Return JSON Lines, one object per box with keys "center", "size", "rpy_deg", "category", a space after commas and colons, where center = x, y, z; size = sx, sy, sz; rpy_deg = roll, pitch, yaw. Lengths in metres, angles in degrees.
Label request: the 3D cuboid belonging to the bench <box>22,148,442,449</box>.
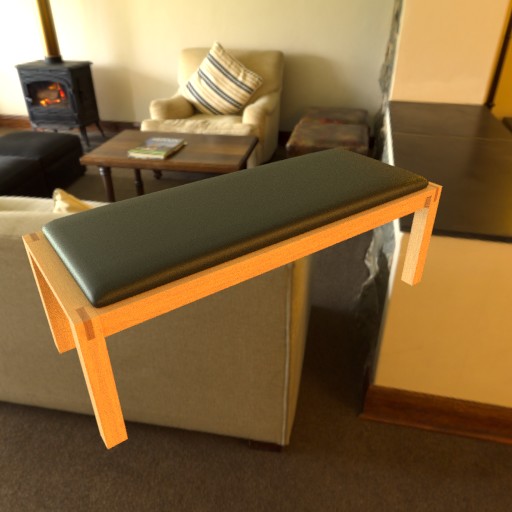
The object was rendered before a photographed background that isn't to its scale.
{"center": [0.000, 0.000, 1.404], "size": [1.202, 0.430, 0.450], "rpy_deg": [-21, 37, -30], "category": "bench"}
